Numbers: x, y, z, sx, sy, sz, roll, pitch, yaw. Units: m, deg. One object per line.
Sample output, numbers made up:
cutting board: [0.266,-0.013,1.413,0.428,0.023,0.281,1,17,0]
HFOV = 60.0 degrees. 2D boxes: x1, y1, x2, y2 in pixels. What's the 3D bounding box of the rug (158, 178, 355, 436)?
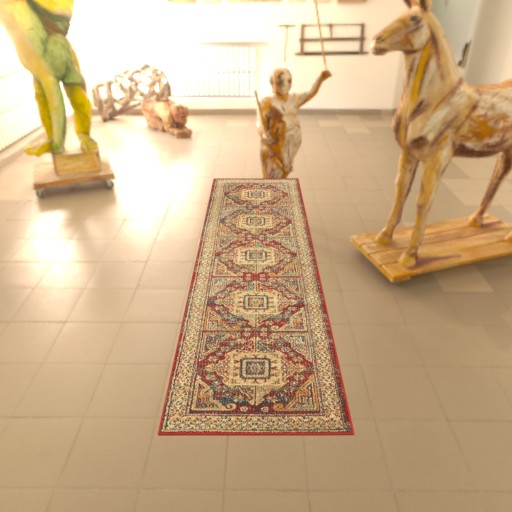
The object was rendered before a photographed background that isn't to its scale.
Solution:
rug: [0.000,0.000,2.456,0.659,0.015,2.292,0,31,0]
